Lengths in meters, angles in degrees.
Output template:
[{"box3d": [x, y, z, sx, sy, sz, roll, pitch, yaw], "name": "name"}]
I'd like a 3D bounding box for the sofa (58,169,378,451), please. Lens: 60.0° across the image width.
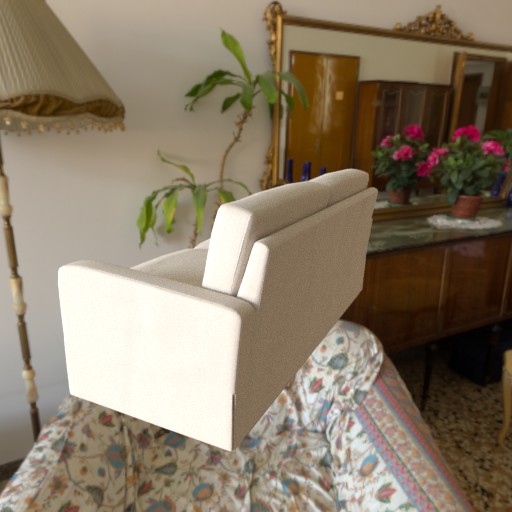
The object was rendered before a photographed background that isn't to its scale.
[{"box3d": [0.000, 0.000, 2.314, 0.894, 0.831, 1.808, 8, 17, 26], "name": "sofa"}]
